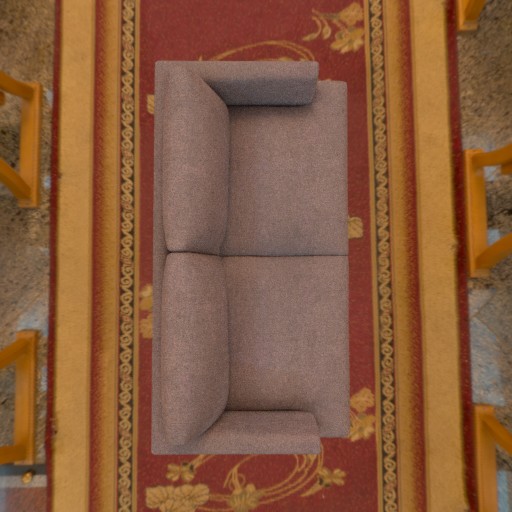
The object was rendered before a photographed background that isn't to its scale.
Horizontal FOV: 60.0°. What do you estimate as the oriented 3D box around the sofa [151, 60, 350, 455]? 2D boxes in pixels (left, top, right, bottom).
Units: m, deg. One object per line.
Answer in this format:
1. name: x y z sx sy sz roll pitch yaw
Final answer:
1. sofa: 0.000 0.000 2.386 1.020 0.868 1.948 0 88 0
